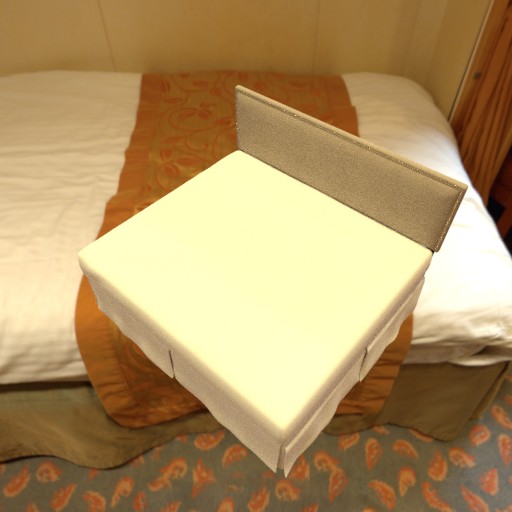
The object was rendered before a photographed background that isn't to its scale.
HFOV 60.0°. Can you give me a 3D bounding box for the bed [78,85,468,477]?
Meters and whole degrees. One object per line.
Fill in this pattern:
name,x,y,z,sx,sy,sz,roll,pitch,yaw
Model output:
bed,0.000,0.000,3.407,2.170,1.346,1.914,33,56,26
